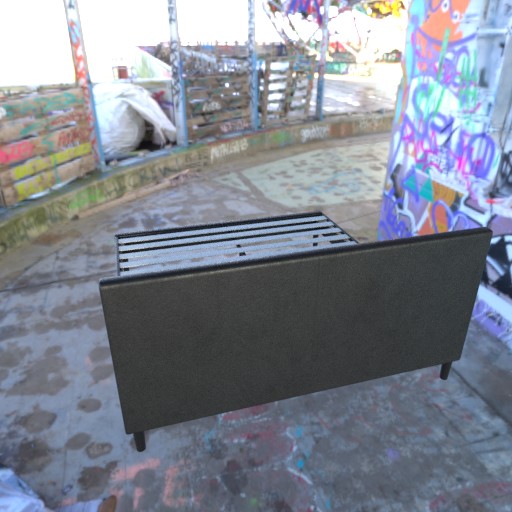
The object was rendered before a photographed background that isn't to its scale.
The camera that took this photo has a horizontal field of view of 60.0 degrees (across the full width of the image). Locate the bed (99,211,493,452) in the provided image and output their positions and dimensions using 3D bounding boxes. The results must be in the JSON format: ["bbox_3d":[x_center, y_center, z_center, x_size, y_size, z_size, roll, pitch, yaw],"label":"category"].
[{"bbox_3d":[0.000,0.000,3.261,2.018,1.046,2.152,-8,28,-15],"label":"bed"}]
